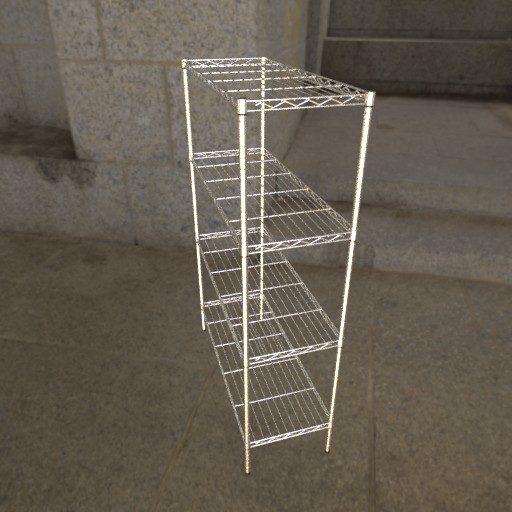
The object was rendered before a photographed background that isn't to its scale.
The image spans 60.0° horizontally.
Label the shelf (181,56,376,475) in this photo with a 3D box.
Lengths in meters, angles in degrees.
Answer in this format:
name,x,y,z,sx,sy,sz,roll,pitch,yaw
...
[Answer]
name,x,y,z,sx,sy,sz,roll,pitch,yaw
shelf,0.000,0.000,1.753,0.352,1.360,0.907,-8,31,-14
